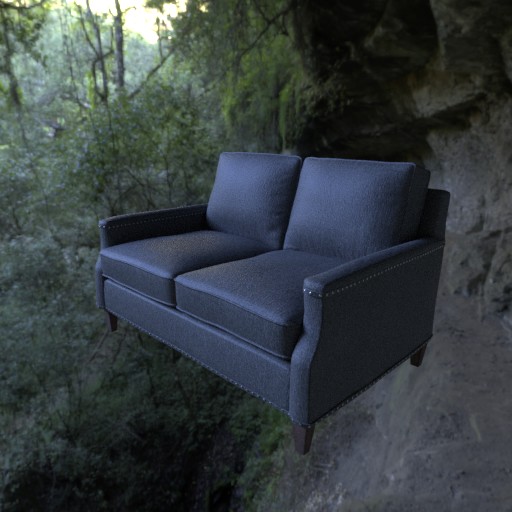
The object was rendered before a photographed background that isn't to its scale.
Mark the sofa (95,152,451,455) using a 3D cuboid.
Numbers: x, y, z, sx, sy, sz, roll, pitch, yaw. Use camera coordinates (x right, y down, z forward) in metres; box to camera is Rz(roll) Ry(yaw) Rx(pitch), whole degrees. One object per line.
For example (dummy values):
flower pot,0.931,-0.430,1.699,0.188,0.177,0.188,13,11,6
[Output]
sofa,0.000,0.000,2.301,1.084,1.003,1.597,-15,21,-43
